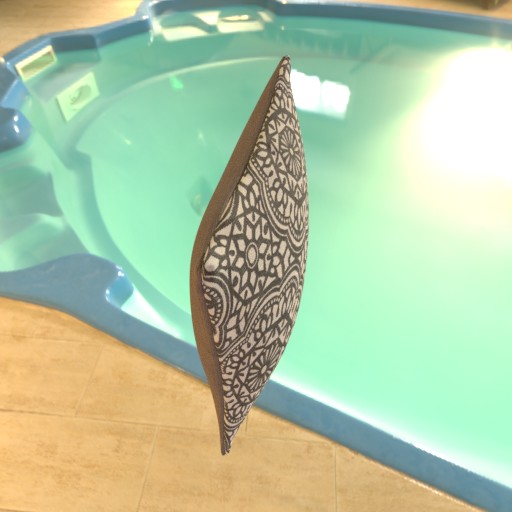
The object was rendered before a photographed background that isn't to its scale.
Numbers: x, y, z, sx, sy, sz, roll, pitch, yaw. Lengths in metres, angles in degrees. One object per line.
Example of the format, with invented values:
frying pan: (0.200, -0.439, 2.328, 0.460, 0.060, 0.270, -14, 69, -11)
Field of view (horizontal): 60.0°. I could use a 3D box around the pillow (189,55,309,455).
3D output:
pillow: (0.000, 0.000, 0.650, 0.148, 0.417, 0.436, 9, 47, 8)
